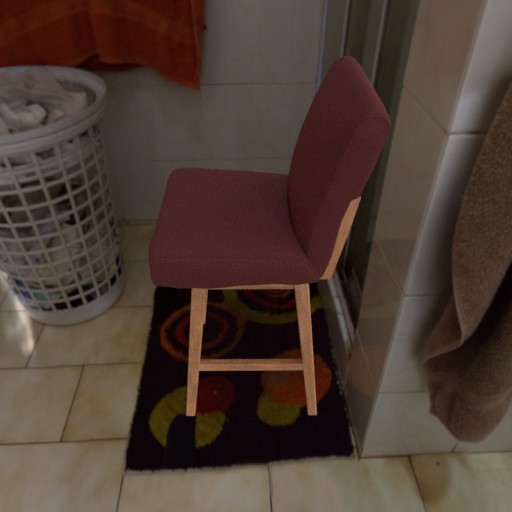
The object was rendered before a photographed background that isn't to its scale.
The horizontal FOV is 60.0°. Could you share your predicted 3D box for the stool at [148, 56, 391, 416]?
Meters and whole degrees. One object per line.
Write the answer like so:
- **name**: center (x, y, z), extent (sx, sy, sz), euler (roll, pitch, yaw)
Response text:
- **stool**: center (0.000, 0.000, 1.390), extent (0.562, 1.093, 0.468), euler (0, 40, 0)
